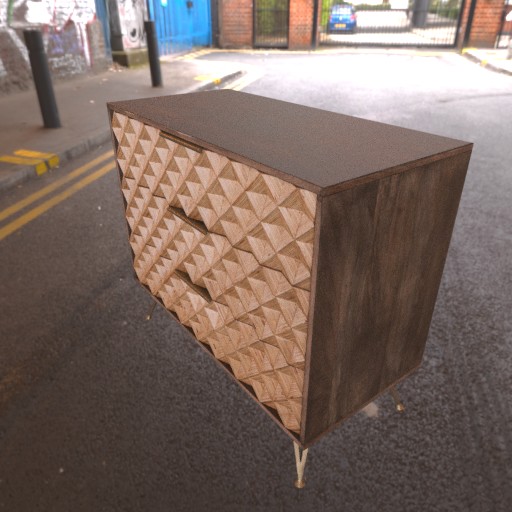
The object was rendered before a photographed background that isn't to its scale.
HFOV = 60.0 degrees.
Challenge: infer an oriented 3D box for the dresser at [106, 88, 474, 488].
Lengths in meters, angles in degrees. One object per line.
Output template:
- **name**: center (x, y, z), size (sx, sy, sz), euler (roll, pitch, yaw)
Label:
- **dresser**: center (0.000, 0.000, 1.331), size (0.453, 0.801, 0.923), euler (-20, 35, -32)
